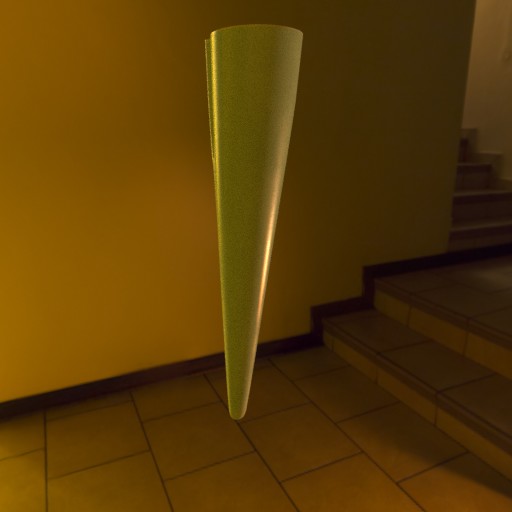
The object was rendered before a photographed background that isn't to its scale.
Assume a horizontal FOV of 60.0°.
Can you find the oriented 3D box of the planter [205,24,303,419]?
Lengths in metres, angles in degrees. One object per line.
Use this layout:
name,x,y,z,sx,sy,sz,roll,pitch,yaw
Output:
planter,0.000,0.000,0.294,0.055,0.268,0.054,15,21,43
